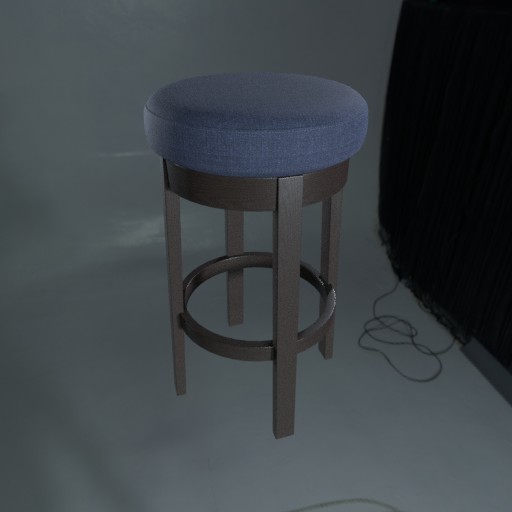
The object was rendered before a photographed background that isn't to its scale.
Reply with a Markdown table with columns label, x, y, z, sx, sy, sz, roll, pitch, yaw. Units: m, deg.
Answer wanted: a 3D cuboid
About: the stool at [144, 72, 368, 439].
| label | x | y | z | sx | sy | sz | roll | pitch | yaw |
| --- | --- | --- | --- | --- | --- | --- | --- | --- | --- |
| stool | 0.000 | 0.000 | 1.034 | 0.446 | 0.758 | 0.446 | 0 | 32 | 0 |
